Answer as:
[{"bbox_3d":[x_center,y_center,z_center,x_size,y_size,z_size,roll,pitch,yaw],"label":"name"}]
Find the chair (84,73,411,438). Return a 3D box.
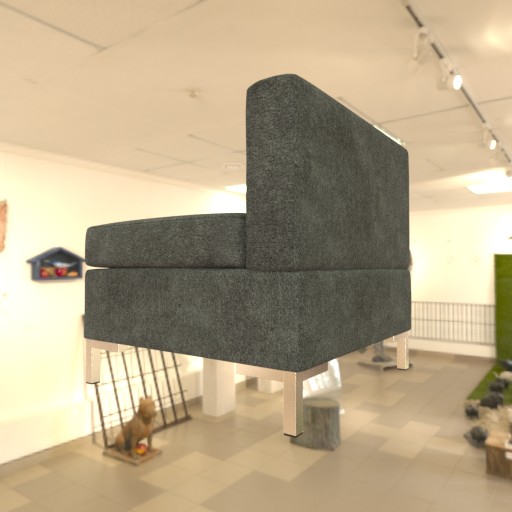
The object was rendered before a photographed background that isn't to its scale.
[{"bbox_3d":[0.000,0.000,1.239,0.680,0.660,0.680,-1,-2,36],"label":"chair"}]
